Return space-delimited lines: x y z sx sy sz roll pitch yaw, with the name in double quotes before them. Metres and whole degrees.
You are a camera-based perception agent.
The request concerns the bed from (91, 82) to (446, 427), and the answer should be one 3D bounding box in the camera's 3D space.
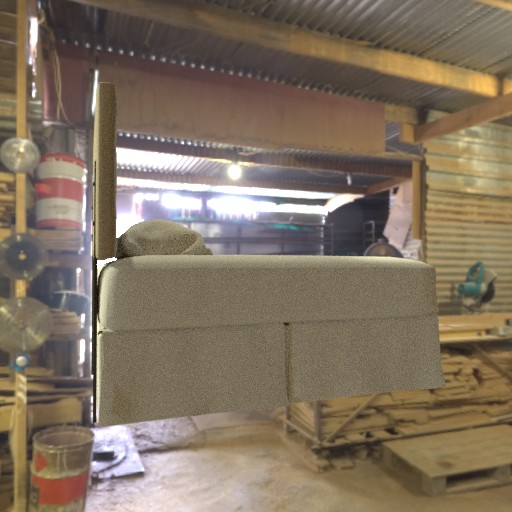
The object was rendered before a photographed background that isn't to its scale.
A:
"bed" 0.000 0.000 2.875 1.997 1.571 1.261 0 -1 -21
